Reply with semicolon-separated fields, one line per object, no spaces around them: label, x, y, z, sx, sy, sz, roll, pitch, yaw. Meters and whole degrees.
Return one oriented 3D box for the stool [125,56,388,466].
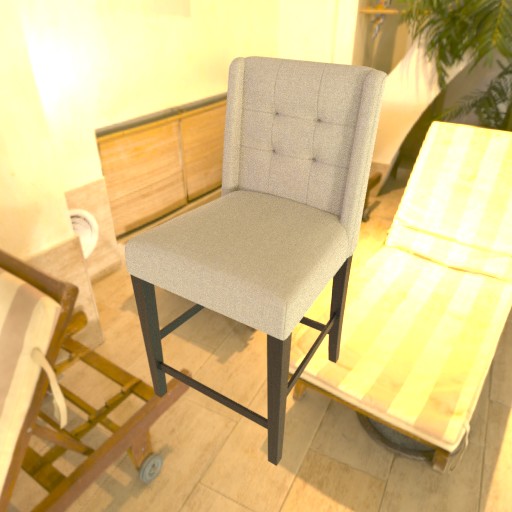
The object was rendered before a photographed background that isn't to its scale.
stool;0.000;0.000;1.223;0.474;0.939;0.509;19;37;28
